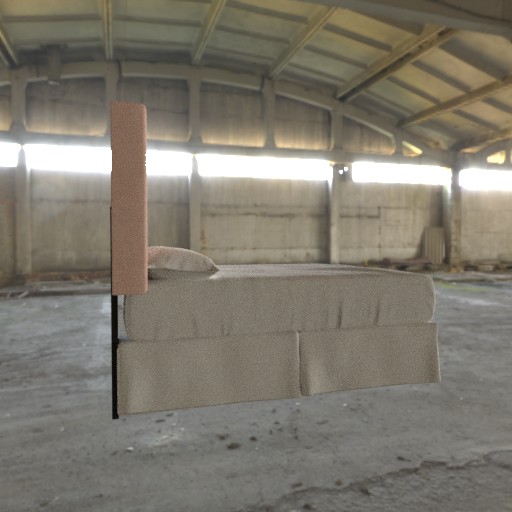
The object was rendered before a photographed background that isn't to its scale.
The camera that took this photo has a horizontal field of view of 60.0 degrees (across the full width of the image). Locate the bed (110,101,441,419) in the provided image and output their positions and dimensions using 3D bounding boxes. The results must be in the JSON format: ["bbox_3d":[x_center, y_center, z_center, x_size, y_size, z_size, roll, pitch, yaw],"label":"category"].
[{"bbox_3d":[0.000,0.000,3.340,2.066,1.665,1.719,-1,2,-18],"label":"bed"}]
